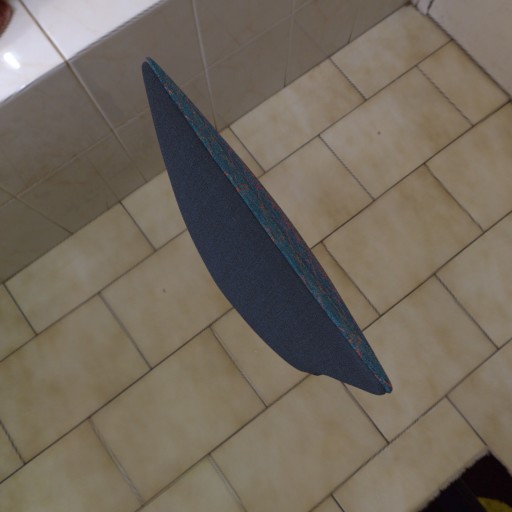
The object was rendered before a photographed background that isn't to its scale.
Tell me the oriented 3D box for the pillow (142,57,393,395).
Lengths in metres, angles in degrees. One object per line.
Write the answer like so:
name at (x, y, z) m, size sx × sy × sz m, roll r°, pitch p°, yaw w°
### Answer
pillow at (0.000, 0.000, 0.647) m, size 0.141 × 0.431 × 0.431 m, roll -34°, pitch 80°, yaw -7°
